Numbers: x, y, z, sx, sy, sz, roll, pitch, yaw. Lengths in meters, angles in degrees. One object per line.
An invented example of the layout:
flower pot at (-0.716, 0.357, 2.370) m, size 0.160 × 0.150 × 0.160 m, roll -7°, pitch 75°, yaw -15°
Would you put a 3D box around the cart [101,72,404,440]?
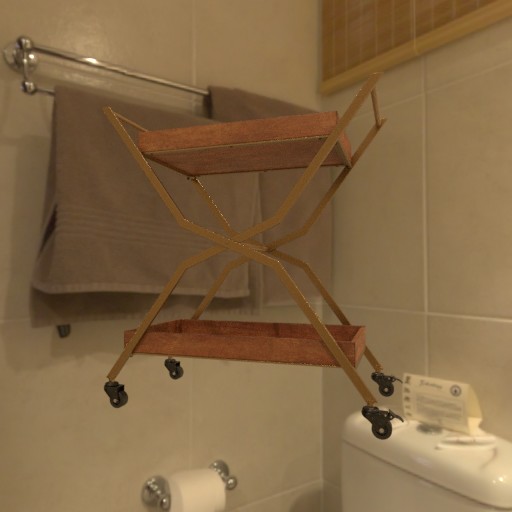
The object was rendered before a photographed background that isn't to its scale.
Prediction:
cart at (0.000, 0.000, 1.338) m, size 0.836 × 0.869 × 0.405 m, roll -1°, pitch -2°, yaw 18°
